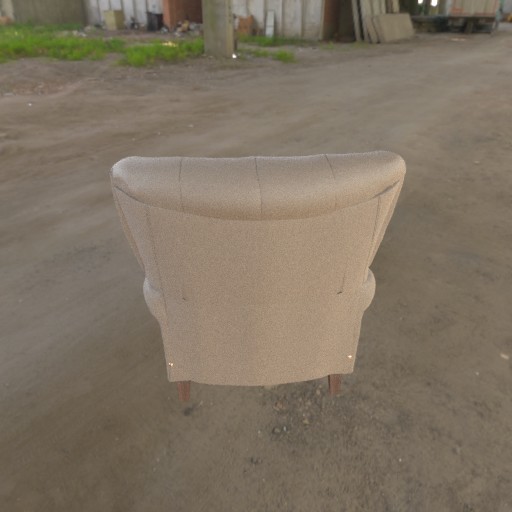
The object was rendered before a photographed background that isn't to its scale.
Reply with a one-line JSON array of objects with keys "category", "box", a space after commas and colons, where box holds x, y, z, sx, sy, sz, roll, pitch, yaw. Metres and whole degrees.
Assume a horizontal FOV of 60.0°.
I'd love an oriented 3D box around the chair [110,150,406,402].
[{"category": "chair", "box": [0.000, 0.000, 1.967, 0.999, 1.138, 1.041, -2, 30, -3]}]
